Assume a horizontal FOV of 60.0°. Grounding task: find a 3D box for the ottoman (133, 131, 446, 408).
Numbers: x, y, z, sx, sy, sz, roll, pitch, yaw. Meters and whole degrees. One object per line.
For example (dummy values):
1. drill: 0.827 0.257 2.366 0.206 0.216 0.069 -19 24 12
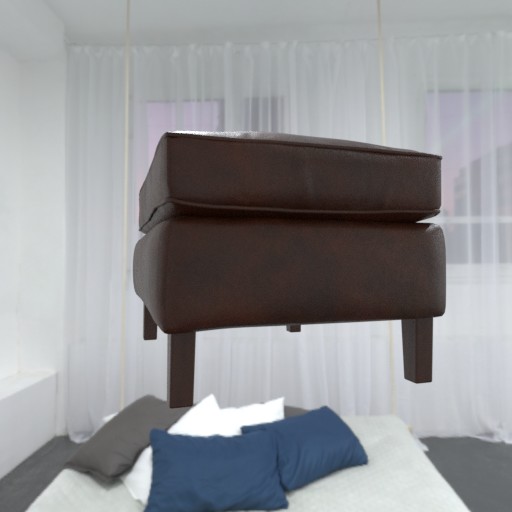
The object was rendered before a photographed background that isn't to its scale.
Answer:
1. ottoman: 0.000 0.000 0.959 0.501 0.432 0.665 0 -1 -18
